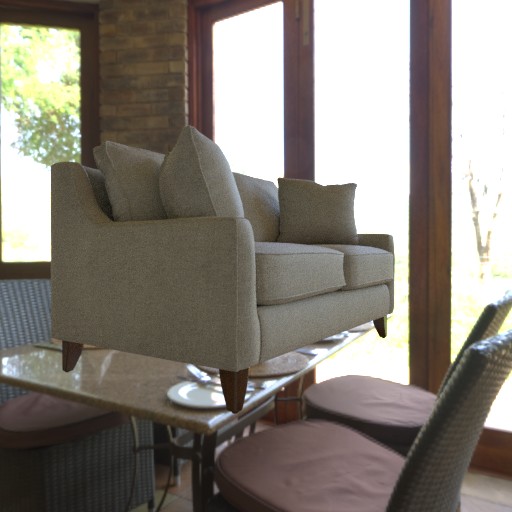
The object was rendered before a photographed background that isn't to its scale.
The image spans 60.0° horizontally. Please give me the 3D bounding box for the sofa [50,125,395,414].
[{"bbox_3d":[0.000,0.000,1.976,0.915,0.863,1.422,0,1,34],"label":"sofa"}]
